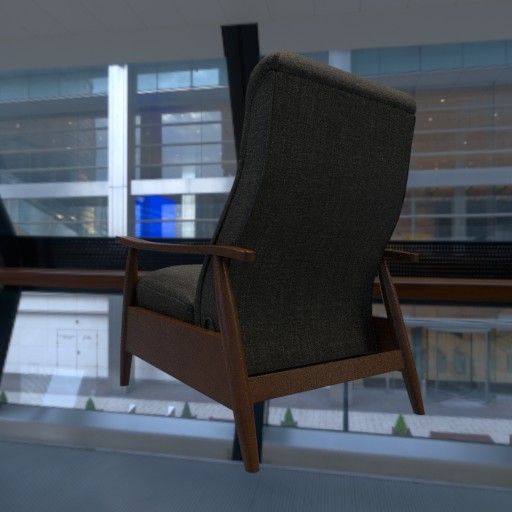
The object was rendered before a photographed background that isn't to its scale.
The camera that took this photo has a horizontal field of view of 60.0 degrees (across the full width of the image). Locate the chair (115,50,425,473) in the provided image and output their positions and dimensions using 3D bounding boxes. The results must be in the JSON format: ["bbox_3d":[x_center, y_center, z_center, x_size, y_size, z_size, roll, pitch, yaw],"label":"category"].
[{"bbox_3d":[0.000,0.000,1.702,0.762,1.082,1.014,1,-1,-36],"label":"chair"}]
